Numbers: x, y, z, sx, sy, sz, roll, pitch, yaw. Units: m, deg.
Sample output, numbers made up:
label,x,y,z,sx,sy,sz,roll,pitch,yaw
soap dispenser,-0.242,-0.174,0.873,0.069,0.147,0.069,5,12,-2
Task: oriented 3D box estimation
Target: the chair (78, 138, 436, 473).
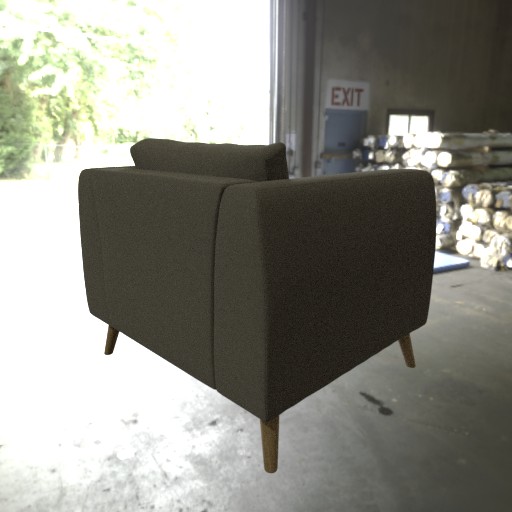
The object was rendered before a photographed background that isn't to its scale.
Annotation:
label,x,y,z,sx,sy,sz,roll,pitch,yaw
chair,0.000,0.000,1.673,0.930,0.860,1.000,-14,21,-43
